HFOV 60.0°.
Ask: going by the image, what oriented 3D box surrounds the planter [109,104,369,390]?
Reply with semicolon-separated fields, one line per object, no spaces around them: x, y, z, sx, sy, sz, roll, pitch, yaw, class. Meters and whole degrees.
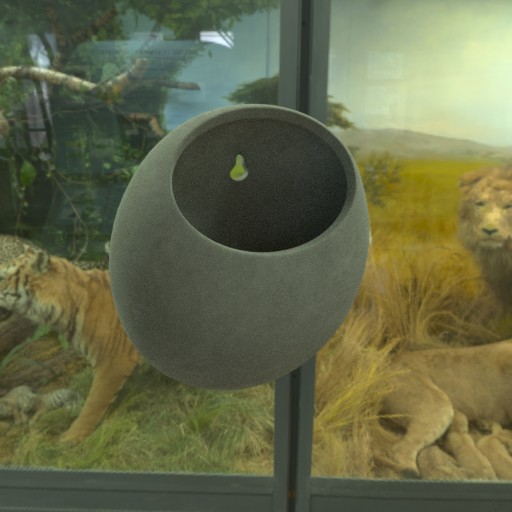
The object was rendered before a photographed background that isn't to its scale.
0.000;0.000;0.289;0.185;0.188;0.071;-9;19;-28;planter
